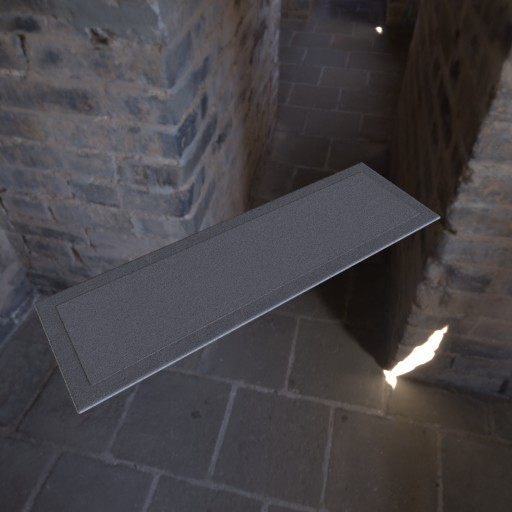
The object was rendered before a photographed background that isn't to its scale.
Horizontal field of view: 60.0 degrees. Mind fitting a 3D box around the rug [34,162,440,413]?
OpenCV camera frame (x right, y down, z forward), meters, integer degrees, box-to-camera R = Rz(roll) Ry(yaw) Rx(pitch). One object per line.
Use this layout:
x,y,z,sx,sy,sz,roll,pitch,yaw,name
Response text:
0.000,0.000,2.681,2.430,0.012,0.759,-26,51,-23,rug
